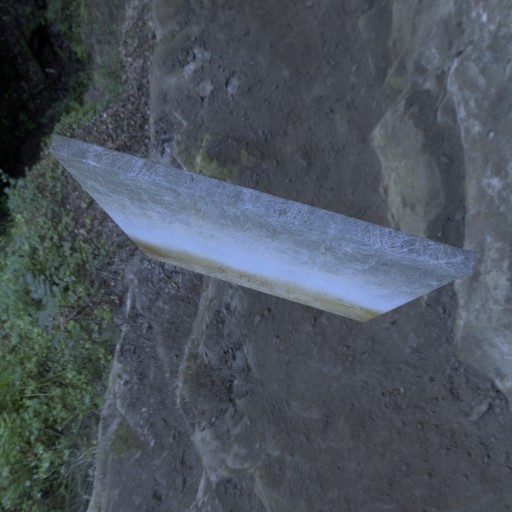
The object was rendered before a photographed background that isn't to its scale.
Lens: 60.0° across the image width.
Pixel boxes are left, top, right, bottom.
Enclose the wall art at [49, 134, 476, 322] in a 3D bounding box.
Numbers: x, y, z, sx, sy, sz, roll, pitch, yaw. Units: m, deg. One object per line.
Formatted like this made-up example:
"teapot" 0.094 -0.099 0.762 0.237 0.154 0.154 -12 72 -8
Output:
"wall art" 0.000 0.000 1.626 1.092 1.091 0.051 16 76 4
